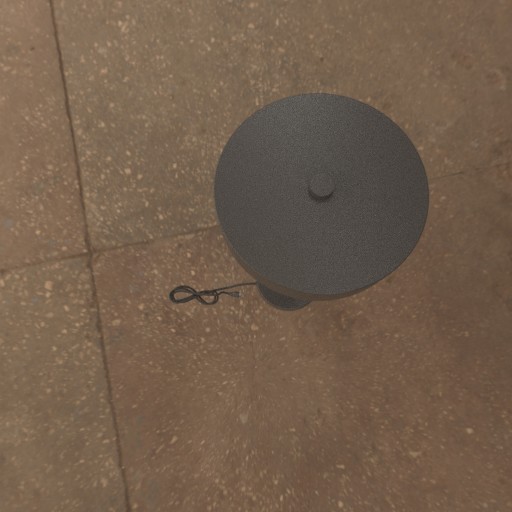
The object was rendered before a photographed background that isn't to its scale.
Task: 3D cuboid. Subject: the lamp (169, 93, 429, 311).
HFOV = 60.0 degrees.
[{"bbox_3d":[0.000,0.000,0.704,0.369,0.508,0.229,-11,76,-3],"label":"lamp"}]
